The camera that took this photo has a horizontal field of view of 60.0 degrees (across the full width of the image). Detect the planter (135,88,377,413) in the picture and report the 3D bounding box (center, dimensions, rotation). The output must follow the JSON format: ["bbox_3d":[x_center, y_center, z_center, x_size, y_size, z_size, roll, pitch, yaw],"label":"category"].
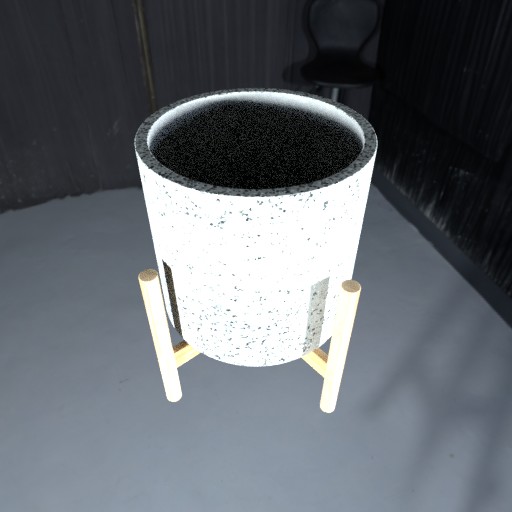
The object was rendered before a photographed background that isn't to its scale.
[{"bbox_3d":[0.000,0.000,0.701,0.360,0.419,0.360,-12,42,-14],"label":"planter"}]
